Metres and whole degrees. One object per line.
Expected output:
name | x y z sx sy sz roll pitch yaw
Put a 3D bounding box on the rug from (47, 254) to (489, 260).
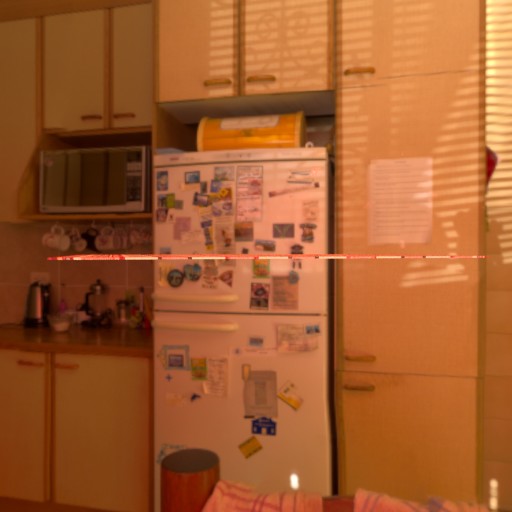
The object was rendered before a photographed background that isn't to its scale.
rug | 0.000 0.000 2.297 1.817 0.008 1.223 0 1 -18
